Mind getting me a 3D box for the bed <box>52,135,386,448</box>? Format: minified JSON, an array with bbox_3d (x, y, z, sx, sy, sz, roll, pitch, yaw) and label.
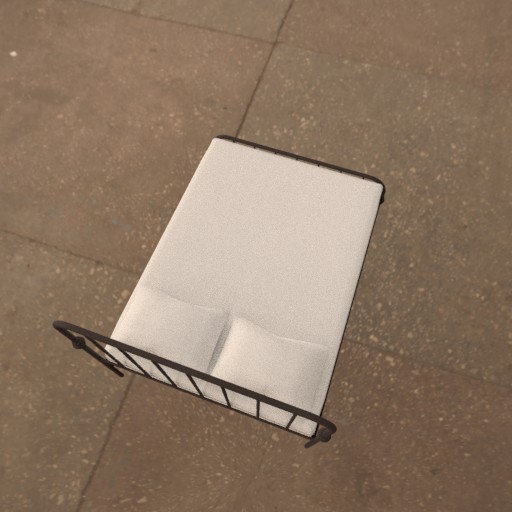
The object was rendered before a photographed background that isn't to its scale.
[{"bbox_3d":[0.000,0.000,3.215,1.616,1.446,2.134,18,65,9],"label":"bed"}]
